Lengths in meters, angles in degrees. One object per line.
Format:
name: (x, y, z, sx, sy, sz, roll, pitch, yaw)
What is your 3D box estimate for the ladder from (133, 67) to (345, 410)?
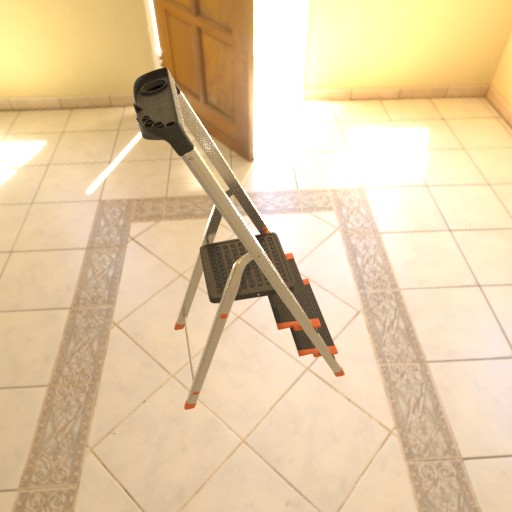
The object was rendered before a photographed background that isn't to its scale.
ladder: (0.000, 0.000, 1.529, 0.686, 1.229, 0.416, -10, 48, -9)
